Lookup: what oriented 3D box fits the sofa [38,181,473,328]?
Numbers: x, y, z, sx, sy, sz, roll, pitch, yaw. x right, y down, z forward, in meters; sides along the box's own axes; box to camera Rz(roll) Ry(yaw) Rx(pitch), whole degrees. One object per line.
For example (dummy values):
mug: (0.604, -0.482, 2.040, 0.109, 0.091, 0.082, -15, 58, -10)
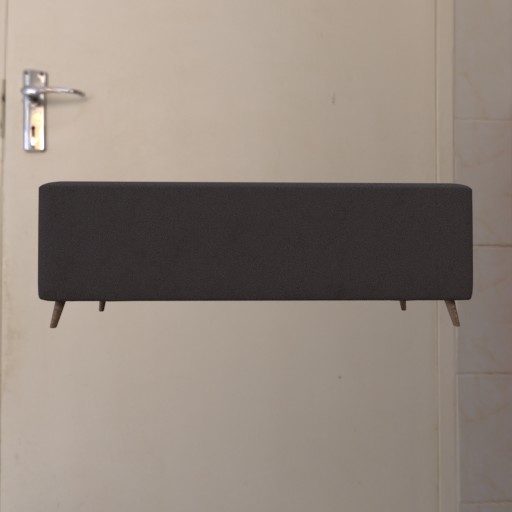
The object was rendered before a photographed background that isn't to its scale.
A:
sofa: (0.000, 0.000, 2.657, 2.190, 0.740, 0.900, 0, -1, -2)
